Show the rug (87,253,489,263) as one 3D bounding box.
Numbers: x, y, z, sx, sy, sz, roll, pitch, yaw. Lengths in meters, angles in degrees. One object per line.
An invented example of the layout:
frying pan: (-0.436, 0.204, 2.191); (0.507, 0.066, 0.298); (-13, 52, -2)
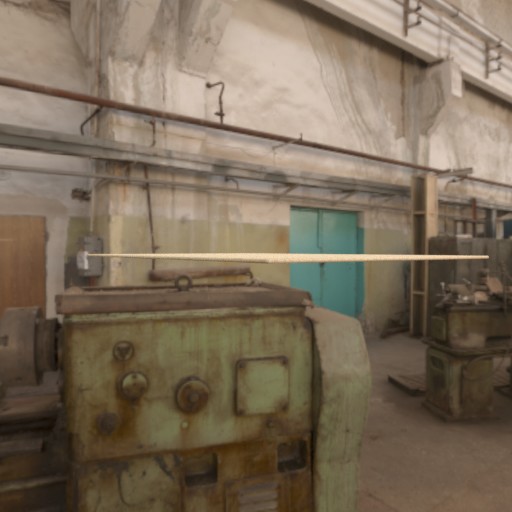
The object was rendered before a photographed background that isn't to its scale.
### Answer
rug: (0.000, 0.000, 2.336); (1.238, 0.014, 1.848); (-1, 1, -36)
